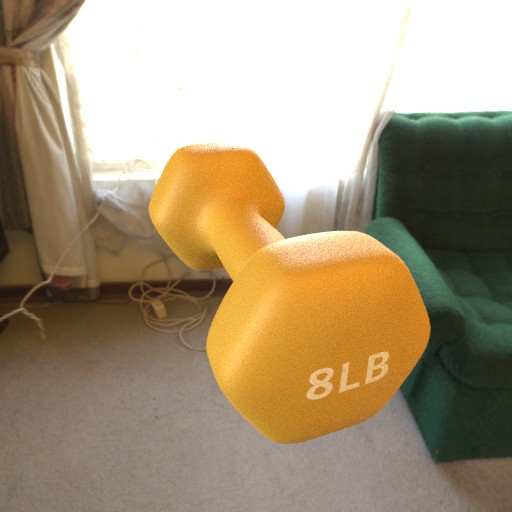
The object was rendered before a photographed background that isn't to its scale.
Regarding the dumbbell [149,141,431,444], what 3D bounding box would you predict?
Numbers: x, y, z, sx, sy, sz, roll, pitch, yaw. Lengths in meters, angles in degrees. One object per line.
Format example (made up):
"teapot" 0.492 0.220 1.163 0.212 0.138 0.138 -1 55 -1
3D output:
"dumbbell" 0.000 0.000 0.235 0.090 0.082 0.190 -10 30 -17
